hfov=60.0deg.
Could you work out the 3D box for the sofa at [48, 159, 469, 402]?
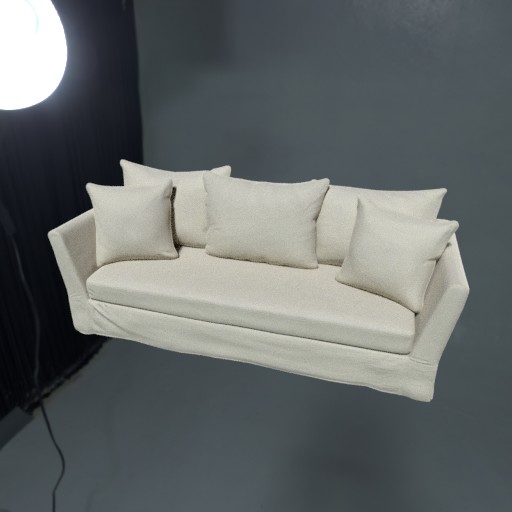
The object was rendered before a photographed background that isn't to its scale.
[{"bbox_3d":[0.000,0.000,3.021,2.499,1.047,1.046,8,27,15],"label":"sofa"}]
